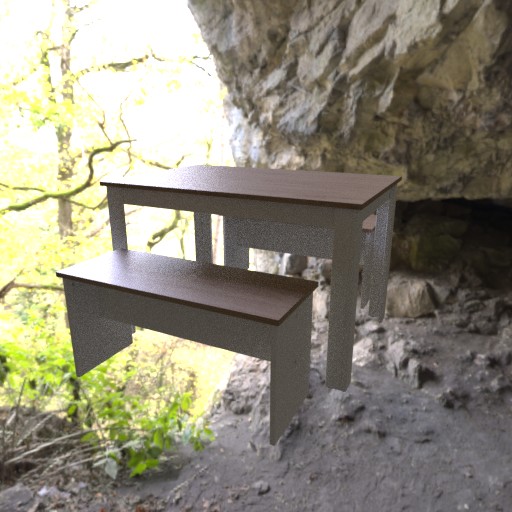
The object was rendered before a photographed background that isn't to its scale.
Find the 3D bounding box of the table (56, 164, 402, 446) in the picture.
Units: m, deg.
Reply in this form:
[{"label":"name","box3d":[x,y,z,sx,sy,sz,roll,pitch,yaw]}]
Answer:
[{"label":"table","box3d":[0.000,0.000,2.023,1.100,0.700,1.443,9,20,25]}]
